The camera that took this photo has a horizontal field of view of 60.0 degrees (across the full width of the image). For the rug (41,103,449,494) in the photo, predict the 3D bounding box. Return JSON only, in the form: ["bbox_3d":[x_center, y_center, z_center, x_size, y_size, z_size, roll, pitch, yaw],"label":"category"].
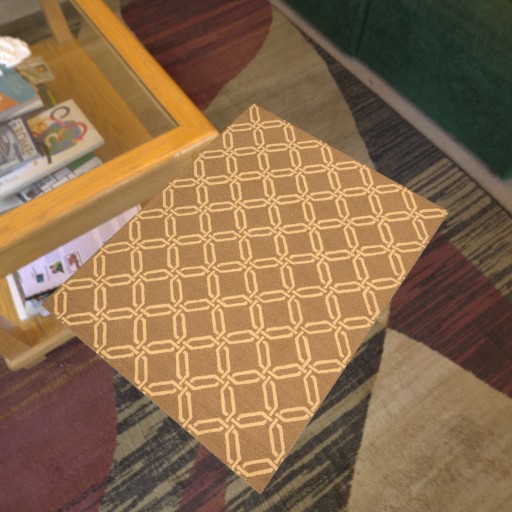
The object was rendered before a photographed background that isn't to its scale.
[{"bbox_3d":[0.000,0.000,3.888,2.288,0.018,2.895,34,67,16],"label":"rug"}]
